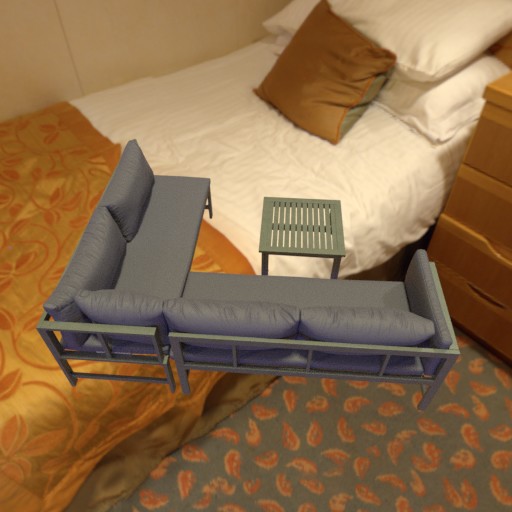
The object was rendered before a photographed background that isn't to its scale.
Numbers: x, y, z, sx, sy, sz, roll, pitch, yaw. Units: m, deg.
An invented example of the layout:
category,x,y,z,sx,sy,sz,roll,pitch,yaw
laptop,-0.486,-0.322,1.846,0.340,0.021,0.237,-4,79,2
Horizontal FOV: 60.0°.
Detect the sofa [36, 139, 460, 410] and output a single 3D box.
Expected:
category,x,y,z,sx,sy,sz,roll,pitch,yaw
sofa,0.000,0.000,2.972,2.149,0.762,1.658,3,46,3
